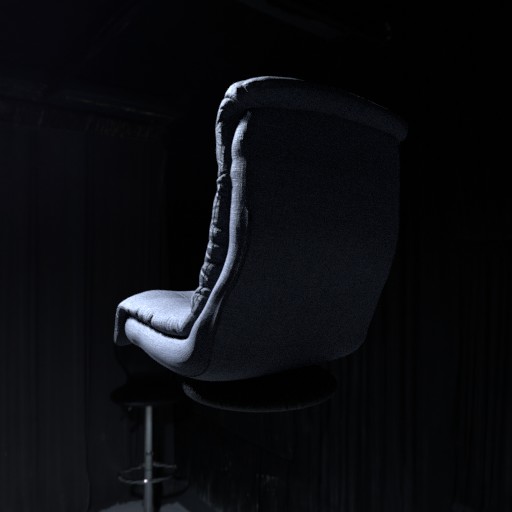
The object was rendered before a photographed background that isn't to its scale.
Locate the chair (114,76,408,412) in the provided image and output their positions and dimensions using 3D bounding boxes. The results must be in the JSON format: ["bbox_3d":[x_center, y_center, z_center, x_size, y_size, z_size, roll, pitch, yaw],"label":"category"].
[{"bbox_3d":[0.000,0.000,1.243,0.597,0.749,0.668,0,1,-38],"label":"chair"}]
